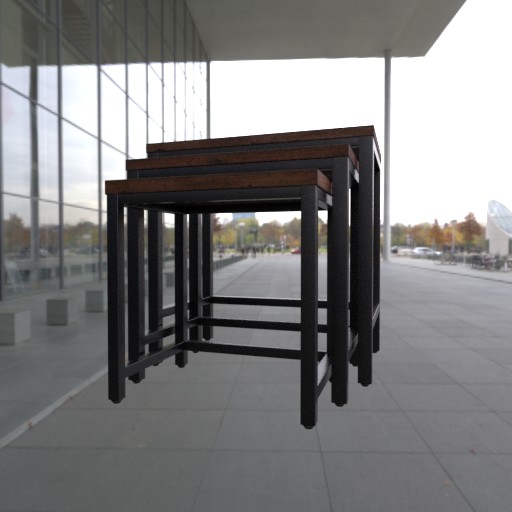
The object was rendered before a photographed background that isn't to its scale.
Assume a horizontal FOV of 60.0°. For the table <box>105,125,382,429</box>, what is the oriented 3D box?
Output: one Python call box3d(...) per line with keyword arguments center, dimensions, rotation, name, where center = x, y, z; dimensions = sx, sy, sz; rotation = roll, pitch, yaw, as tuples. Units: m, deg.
box3d(center=(0.000, 0.000, 1.175), dimensions=(0.608, 0.616, 0.660), rotation=(0, 1, 18), name="table")
